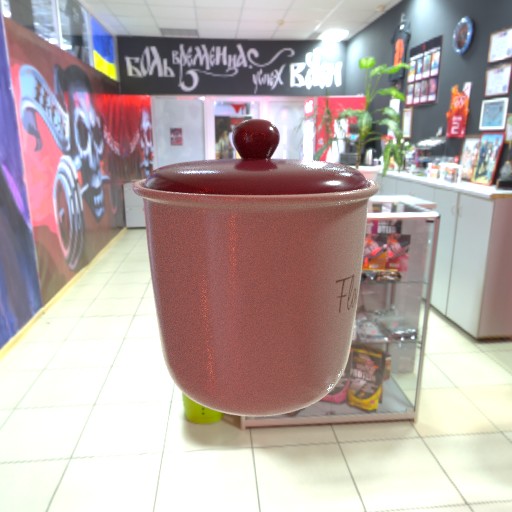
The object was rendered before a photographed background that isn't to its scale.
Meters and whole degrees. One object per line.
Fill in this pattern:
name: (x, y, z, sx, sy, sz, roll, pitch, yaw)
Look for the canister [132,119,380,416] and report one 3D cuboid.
canister: (0.000, 0.000, 0.351, 0.182, 0.208, 0.182, 0, 15, 0)
